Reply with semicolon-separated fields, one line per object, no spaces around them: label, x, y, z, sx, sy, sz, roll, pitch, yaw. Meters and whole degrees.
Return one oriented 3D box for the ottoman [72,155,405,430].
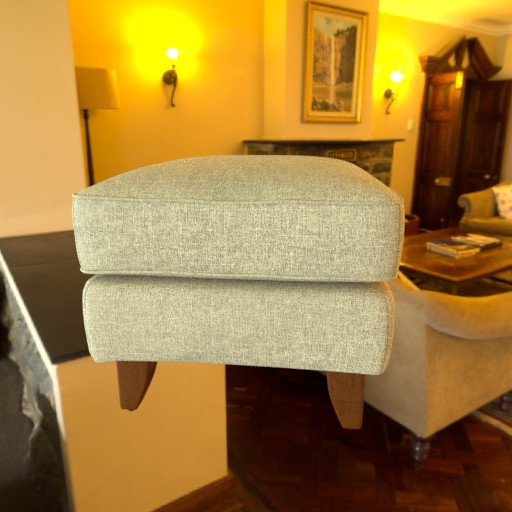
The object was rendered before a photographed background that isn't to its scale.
ottoman;0.000;0.000;1.278;0.661;0.561;0.889;2;15;6
